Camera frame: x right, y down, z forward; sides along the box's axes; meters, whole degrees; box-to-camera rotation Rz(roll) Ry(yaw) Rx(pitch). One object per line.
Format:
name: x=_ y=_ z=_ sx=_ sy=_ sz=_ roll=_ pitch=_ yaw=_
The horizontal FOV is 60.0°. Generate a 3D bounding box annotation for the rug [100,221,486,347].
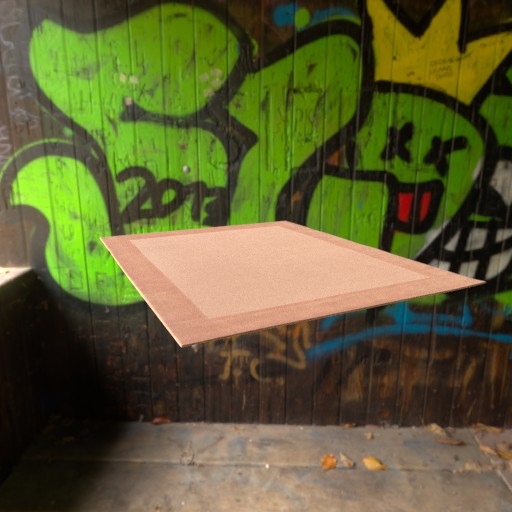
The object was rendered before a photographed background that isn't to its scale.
rug: x=0.000 y=0.000 z=4.200 sx=2.431 sy=0.021 sz=3.057 roll=-7 pitch=16 yaw=-26
